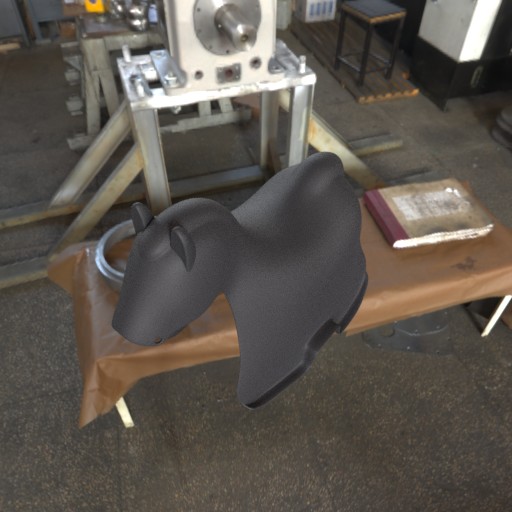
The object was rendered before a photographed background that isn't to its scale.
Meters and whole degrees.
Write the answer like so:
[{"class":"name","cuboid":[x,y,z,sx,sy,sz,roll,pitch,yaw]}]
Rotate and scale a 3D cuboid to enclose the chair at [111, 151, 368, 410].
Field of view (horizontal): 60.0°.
[{"class":"chair","cuboid":[0.000,0.000,1.113,0.429,0.612,0.800,30,53,27]}]
